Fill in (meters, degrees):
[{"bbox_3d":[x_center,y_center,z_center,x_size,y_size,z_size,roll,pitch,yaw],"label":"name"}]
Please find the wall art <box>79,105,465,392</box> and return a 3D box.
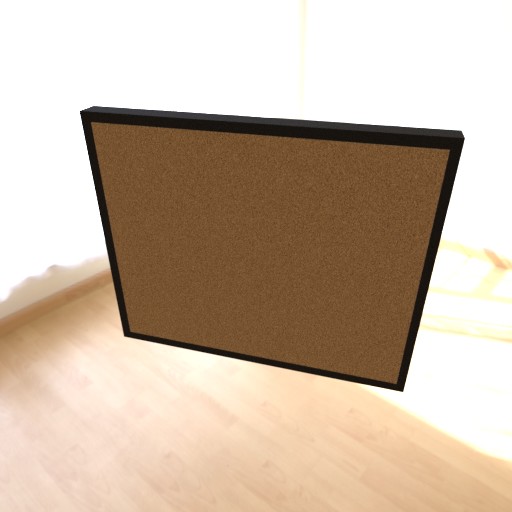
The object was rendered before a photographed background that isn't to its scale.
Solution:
[{"bbox_3d":[0.000,0.000,0.537,0.397,0.325,0.028,8,32,13],"label":"wall art"}]
